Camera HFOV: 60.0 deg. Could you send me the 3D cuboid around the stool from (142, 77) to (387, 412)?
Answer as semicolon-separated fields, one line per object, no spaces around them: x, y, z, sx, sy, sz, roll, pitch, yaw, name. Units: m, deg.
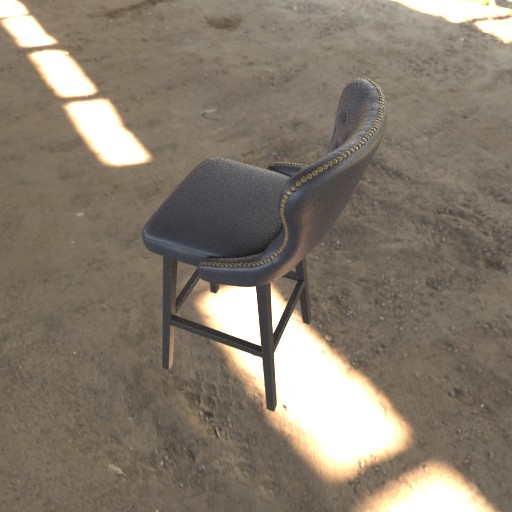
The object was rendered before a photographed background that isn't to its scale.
0.000;0.000;1.397;0.601;1.050;0.528;17;48;16;stool
